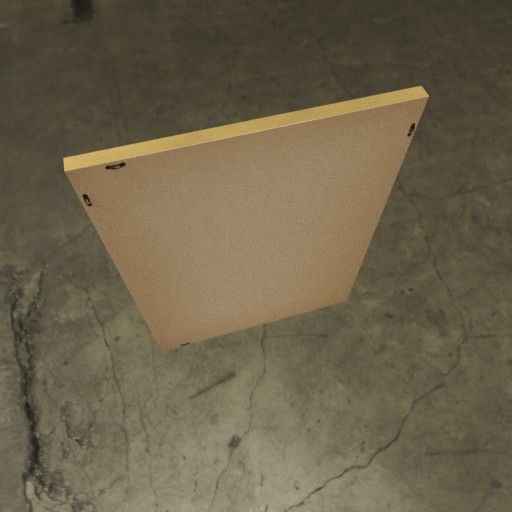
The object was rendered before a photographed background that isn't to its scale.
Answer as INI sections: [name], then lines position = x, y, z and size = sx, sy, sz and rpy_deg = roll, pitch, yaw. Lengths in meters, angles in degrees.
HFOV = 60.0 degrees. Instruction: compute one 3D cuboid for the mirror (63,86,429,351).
[mirror]
position = 0.000, 0.000, 1.334
size = 0.762, 1.016, 0.040
rpy_deg = -14, 60, -8
